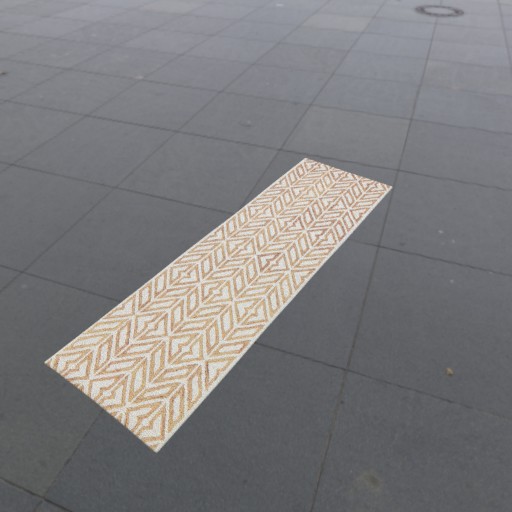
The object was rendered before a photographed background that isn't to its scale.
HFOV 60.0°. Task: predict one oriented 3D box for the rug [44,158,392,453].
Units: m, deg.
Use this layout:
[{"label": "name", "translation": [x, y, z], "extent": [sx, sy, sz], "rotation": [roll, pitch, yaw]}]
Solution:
[{"label": "rug", "translation": [0.000, 0.000, 2.697], "extent": [0.750, 0.009, 2.435], "rotation": [25, 47, 26]}]
